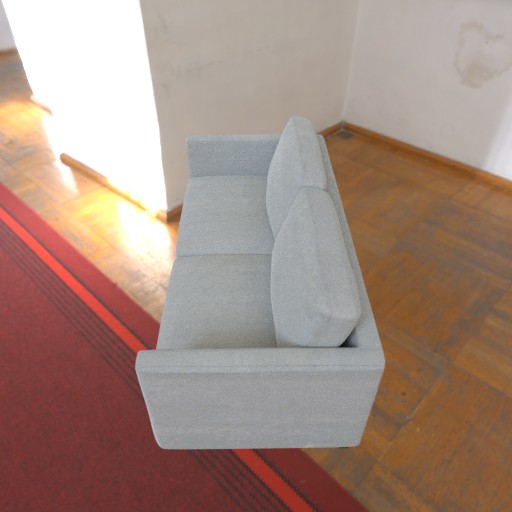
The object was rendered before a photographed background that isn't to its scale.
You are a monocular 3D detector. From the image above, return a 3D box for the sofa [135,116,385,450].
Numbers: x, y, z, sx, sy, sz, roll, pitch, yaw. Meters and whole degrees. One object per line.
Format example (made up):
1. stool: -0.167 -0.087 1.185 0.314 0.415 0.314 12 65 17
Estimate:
1. sofa: 0.000 0.000 2.476 0.950 0.963 1.884 -1 41 -1
